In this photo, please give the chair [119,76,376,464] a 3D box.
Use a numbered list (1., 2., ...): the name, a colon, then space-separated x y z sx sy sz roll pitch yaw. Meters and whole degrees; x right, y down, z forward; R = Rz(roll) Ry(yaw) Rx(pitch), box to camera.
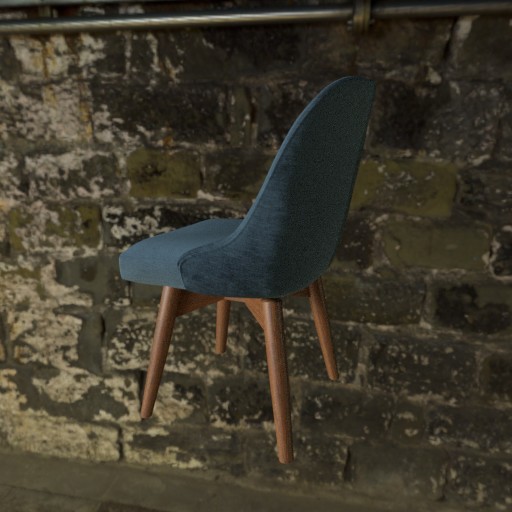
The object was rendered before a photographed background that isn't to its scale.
1. chair: 0.000 0.000 1.230 0.589 0.882 0.503 7 16 24
